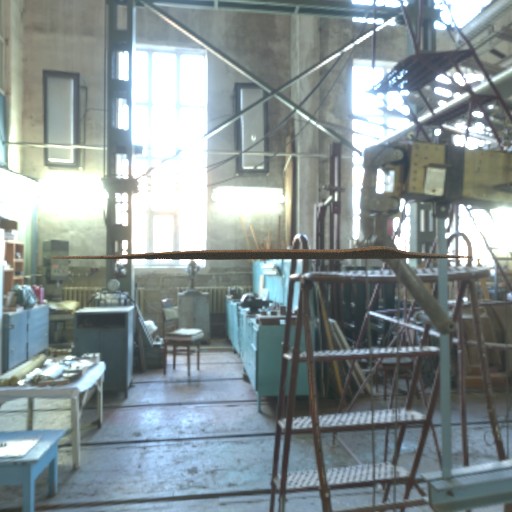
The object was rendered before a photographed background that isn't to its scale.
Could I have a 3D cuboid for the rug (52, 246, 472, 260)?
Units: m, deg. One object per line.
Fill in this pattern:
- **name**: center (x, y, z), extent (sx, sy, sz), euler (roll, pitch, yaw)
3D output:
- **rug**: center (0.000, 0.000, 2.305), extent (1.837, 0.025, 1.230), euler (-1, -1, 37)
